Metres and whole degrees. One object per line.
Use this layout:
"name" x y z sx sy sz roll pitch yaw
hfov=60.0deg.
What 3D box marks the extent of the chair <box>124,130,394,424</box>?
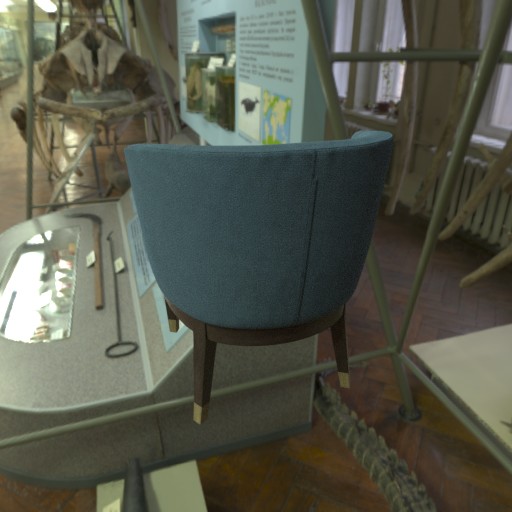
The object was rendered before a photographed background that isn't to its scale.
"chair" 0.000 0.000 1.285 0.661 0.760 0.702 -8 26 -16
